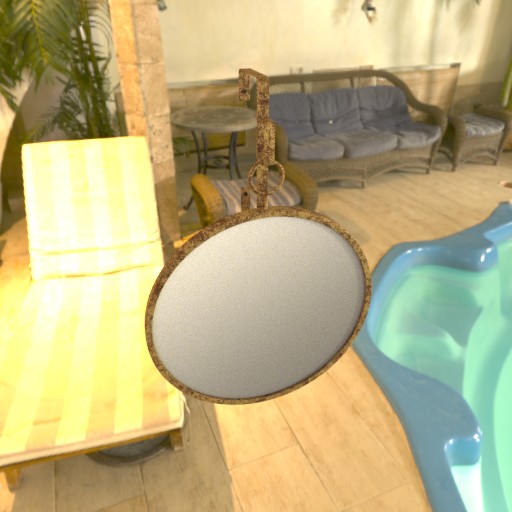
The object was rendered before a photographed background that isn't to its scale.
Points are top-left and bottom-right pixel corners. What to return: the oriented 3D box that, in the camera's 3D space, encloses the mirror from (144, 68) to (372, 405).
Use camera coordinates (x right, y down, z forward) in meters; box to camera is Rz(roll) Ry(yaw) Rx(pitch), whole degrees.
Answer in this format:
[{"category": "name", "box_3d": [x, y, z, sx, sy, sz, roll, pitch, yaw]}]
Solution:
[{"category": "mirror", "box_3d": [0.000, 0.000, 0.848, 0.447, 0.651, 0.144, -8, 31, -14]}]
